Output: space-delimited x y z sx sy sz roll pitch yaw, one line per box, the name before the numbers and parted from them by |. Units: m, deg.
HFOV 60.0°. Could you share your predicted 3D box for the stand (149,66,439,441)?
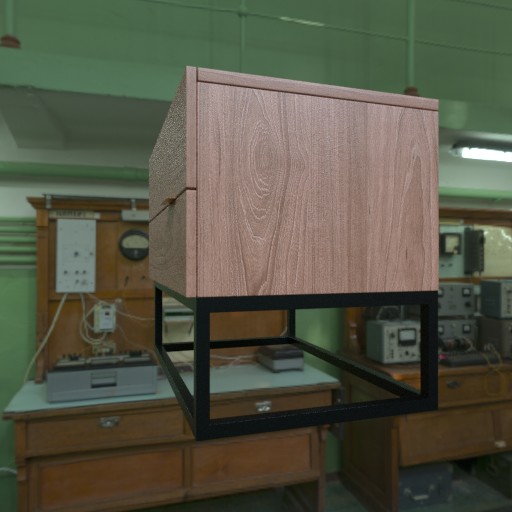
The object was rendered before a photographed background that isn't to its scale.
stand | 0.000 0.000 0.930 0.420 0.500 0.600 0 0 -18
